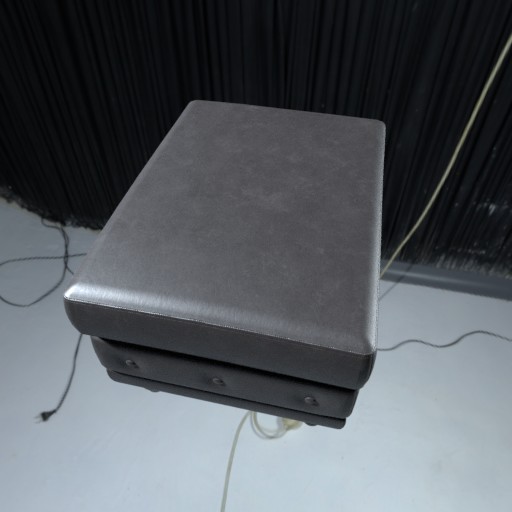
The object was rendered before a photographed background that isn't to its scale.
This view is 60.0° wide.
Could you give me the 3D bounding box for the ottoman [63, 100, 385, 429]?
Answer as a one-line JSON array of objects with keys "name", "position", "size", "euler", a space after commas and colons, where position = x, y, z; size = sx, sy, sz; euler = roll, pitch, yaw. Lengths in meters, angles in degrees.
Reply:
[{"name": "ottoman", "position": [0.000, 0.000, 1.193], "size": [0.590, 0.498, 0.795], "euler": [9, 47, 9]}]
